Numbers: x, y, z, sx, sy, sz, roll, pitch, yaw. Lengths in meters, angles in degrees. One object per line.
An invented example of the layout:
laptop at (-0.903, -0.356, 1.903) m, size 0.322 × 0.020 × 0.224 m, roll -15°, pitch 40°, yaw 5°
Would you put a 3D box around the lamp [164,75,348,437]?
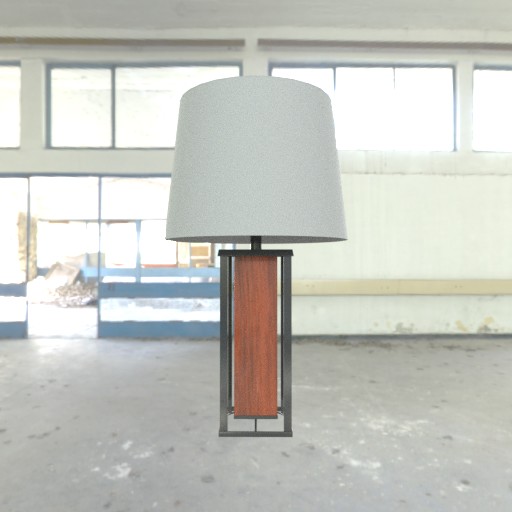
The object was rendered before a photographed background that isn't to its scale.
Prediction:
lamp at (0.000, 0.000, 0.787) m, size 0.320 × 0.591 × 0.320 m, roll 0°, pitch -1°, yaw 0°
